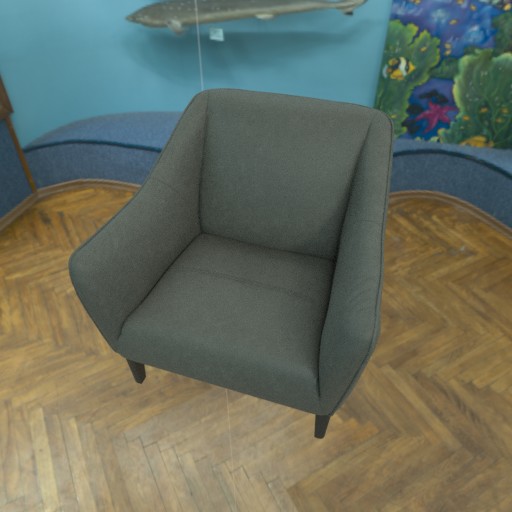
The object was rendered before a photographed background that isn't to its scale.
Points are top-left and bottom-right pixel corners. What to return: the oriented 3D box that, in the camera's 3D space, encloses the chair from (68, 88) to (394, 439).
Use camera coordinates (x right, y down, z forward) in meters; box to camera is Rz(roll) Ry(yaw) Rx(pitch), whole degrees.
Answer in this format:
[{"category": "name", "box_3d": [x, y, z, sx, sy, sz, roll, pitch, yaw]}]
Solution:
[{"category": "chair", "box_3d": [0.000, 0.000, 1.542, 0.871, 0.830, 0.852, 12, 43, 14]}]
